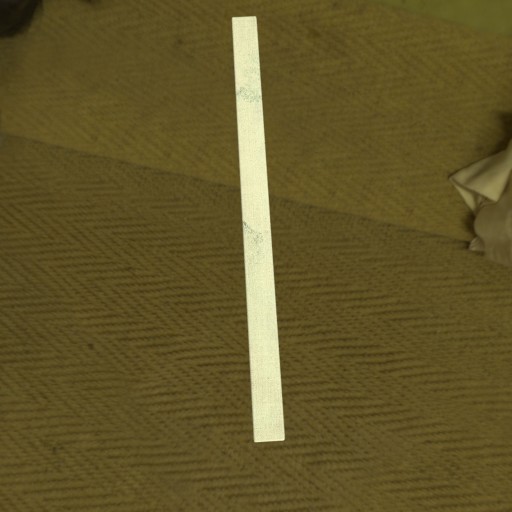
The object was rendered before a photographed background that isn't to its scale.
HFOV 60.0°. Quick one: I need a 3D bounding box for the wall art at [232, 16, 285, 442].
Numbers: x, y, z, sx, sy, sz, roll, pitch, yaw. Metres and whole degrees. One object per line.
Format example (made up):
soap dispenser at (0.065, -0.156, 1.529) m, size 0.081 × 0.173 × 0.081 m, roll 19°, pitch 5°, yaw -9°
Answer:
wall art at (0.000, 0.000, 0.907) m, size 0.040 × 0.612 × 0.612 m, roll -3°, pitch 76°, yaw -1°
